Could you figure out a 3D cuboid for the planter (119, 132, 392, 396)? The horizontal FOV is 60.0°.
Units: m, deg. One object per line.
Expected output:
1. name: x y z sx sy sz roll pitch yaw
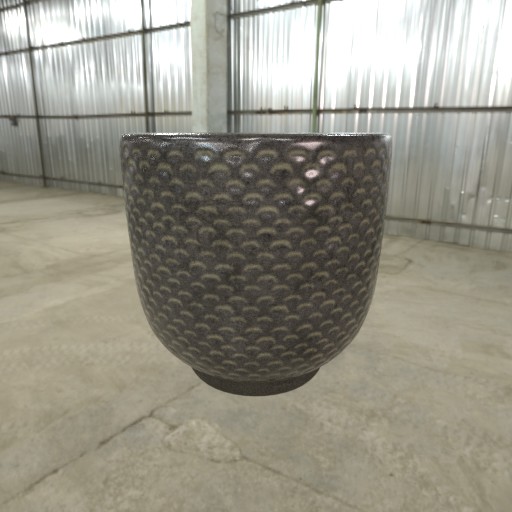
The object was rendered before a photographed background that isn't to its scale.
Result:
1. planter: 0.000 0.000 0.356 0.197 0.191 0.197 0 16 0
